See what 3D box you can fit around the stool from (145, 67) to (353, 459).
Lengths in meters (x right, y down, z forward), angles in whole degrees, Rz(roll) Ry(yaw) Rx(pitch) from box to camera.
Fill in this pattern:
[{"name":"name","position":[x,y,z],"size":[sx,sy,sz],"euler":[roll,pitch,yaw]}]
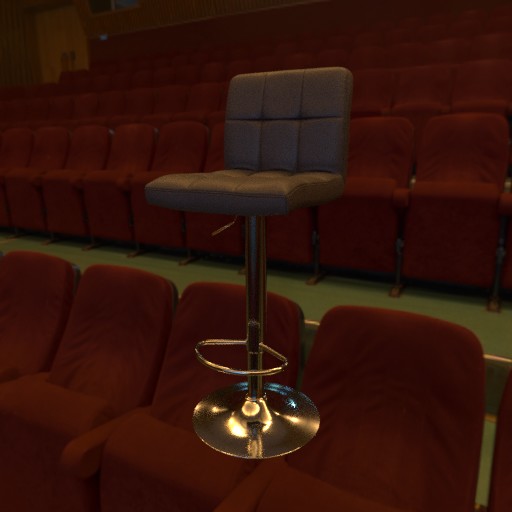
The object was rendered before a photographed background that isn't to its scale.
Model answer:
[{"name":"stool","position":[0.000,0.000,1.352],"size":[0.430,1.115,0.505],"euler":[7,16,26]}]
